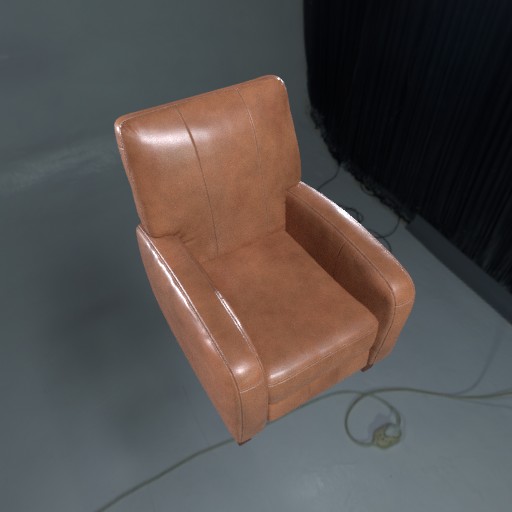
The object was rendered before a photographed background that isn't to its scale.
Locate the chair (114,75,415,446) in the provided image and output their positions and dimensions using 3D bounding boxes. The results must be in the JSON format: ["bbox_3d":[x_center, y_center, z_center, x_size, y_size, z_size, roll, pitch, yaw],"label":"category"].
[{"bbox_3d":[0.000,0.000,1.698,0.762,0.990,0.990,-24,52,-20],"label":"chair"}]
